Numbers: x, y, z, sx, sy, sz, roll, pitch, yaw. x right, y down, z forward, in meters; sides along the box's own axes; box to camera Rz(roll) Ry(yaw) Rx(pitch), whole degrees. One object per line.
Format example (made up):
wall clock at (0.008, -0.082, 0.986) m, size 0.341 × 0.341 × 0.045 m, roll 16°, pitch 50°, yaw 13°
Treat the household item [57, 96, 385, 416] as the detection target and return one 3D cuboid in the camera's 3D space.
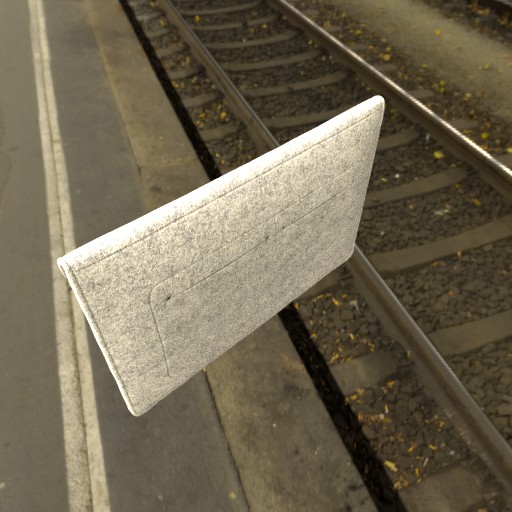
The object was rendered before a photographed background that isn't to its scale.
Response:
household item at (0.000, 0.000, 0.439) m, size 0.335 × 0.221 × 0.057 m, roll -33°, pitch 55°, yaw -28°
